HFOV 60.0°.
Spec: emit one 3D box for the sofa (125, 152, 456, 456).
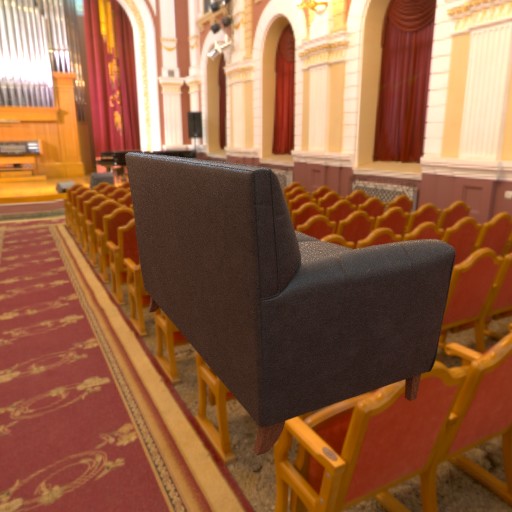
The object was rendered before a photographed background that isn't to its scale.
[{"bbox_3d":[0.000,0.000,1.965,0.787,0.871,1.473,-8,17,-26],"label":"sofa"}]
